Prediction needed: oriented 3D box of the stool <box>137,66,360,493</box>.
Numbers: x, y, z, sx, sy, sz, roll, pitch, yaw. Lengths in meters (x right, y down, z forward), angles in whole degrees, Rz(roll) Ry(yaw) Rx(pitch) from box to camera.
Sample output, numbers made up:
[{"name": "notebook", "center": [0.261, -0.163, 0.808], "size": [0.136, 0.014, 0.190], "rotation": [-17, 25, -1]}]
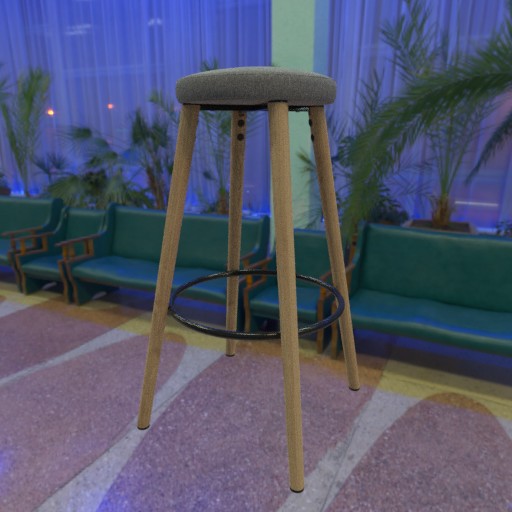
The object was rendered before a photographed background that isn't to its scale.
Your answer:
[{"name": "stool", "center": [0.000, 0.000, 0.987], "size": [0.410, 0.770, 0.410], "rotation": [8, 18, 27]}]
